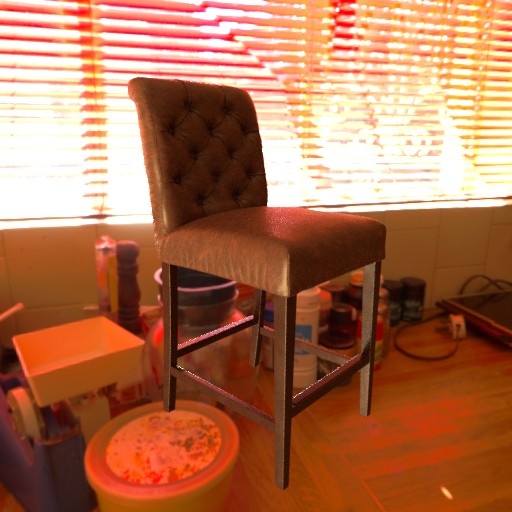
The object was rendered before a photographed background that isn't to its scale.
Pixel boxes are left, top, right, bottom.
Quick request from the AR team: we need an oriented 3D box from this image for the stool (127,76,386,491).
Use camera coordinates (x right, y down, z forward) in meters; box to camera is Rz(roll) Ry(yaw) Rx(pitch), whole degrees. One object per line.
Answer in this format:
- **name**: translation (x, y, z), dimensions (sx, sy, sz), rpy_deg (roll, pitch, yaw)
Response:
- **stool**: translation (0.000, 0.000, 1.404), dimensions (0.660, 1.084, 0.486), rpy_deg (13, 19, 41)
